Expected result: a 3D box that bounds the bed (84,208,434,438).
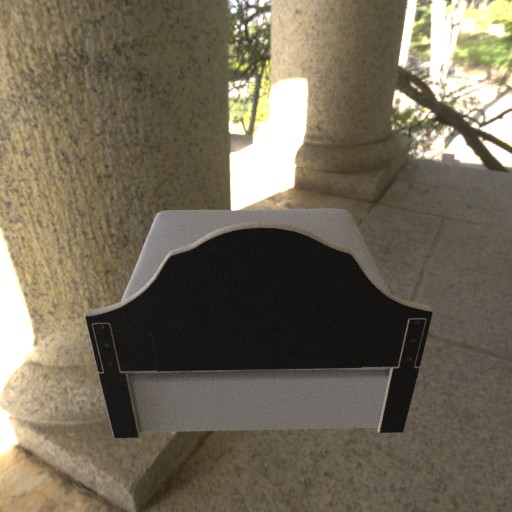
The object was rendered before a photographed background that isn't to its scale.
[{"bbox_3d":[0.000,0.000,3.454,2.012,1.555,2.086,-1,30,-1],"label":"bed"}]
